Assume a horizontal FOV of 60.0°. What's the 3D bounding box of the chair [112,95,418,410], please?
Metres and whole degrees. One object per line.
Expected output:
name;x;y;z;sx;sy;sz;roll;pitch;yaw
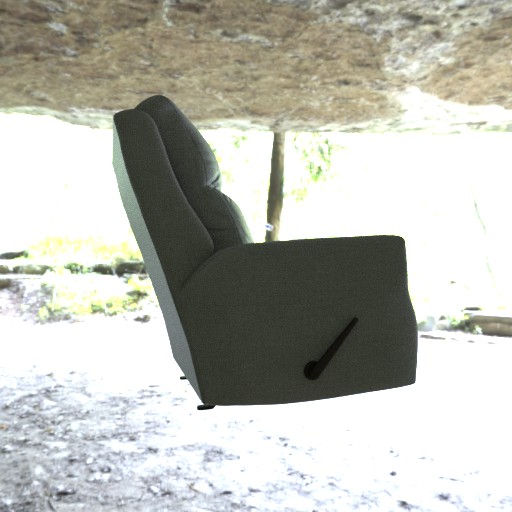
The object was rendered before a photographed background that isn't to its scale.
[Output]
chair;0.000;0.000;1.746;1.080;1.030;0.829;0;0;-18
